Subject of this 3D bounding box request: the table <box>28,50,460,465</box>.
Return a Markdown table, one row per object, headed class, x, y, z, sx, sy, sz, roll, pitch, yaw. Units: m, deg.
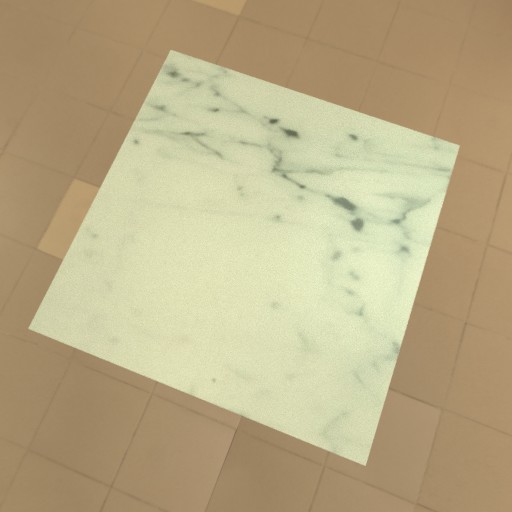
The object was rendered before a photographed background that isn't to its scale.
| class | x | y | z | sx | sy | sz | roll | pitch | yaw |
| --- | --- | --- | --- | --- | --- | --- | --- | --- | --- |
| table | 0.000 | 0.000 | 1.281 | 0.800 | 0.450 | 0.800 | 20 | 76 | 5 |
